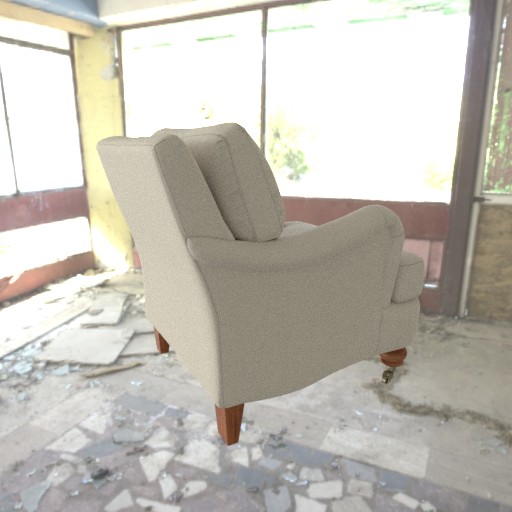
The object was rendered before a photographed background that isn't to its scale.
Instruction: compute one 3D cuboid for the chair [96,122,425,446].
[{"bbox_3d":[0.000,0.000,1.852,1.070,1.038,0.955,-8,16,-28],"label":"chair"}]
